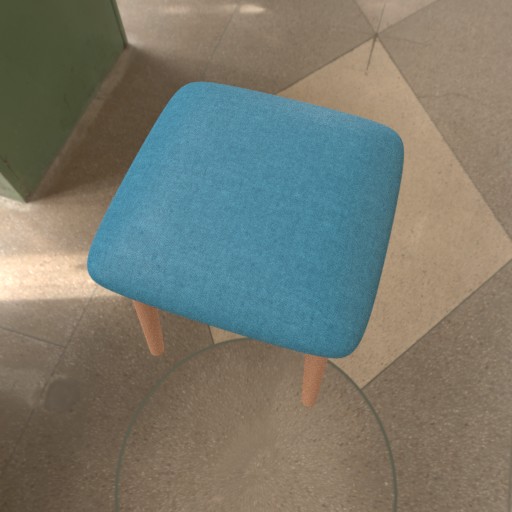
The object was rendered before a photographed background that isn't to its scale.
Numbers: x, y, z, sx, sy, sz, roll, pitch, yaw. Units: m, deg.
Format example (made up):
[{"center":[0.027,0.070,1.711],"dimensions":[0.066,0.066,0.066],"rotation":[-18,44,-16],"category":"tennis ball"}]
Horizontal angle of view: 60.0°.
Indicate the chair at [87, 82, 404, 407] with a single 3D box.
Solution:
[{"center":[0.000,0.000,0.742],"dimensions":[0.360,0.450,0.360],"rotation":[16,65,8],"category":"chair"}]
